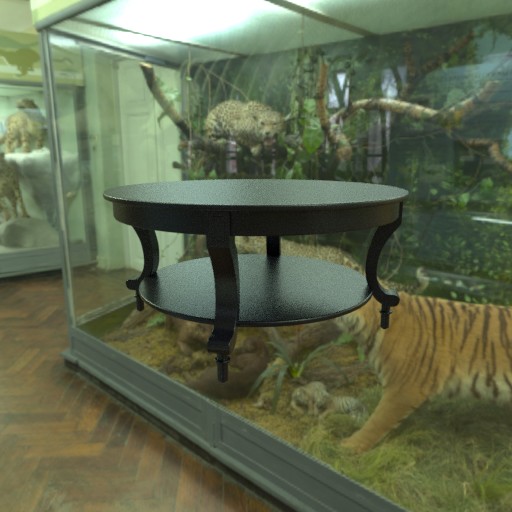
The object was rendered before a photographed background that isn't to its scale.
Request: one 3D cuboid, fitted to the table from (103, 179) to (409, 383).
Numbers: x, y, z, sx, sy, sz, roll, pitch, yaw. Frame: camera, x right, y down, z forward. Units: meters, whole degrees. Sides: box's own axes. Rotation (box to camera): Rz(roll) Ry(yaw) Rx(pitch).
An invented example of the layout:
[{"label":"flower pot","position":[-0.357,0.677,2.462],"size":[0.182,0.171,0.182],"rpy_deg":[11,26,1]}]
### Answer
[{"label":"table","position":[0.000,0.000,1.617],"size":[1.029,0.491,1.029],"rpy_deg":[0,13,0]}]
